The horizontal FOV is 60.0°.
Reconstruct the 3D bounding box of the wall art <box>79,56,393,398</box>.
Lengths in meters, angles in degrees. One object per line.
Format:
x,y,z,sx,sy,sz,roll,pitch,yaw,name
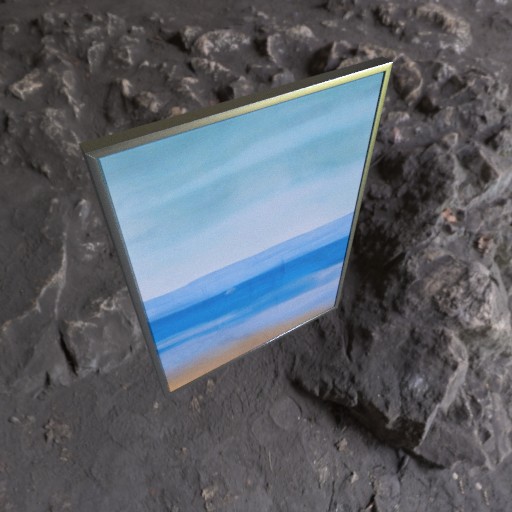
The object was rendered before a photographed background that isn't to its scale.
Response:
0.000,0.000,1.404,0.803,1.062,0.041,-24,51,-21,wall art
